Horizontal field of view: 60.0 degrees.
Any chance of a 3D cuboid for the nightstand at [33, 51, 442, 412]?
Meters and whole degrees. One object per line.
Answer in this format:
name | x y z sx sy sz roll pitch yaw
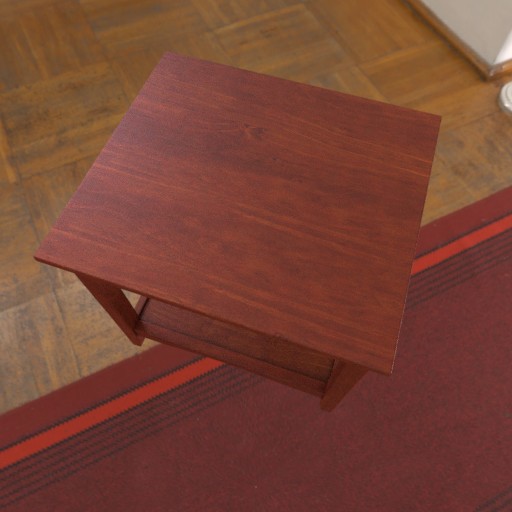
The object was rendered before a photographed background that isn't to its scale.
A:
nightstand | 0.000 0.000 0.998 0.558 0.558 0.501 17 64 9
